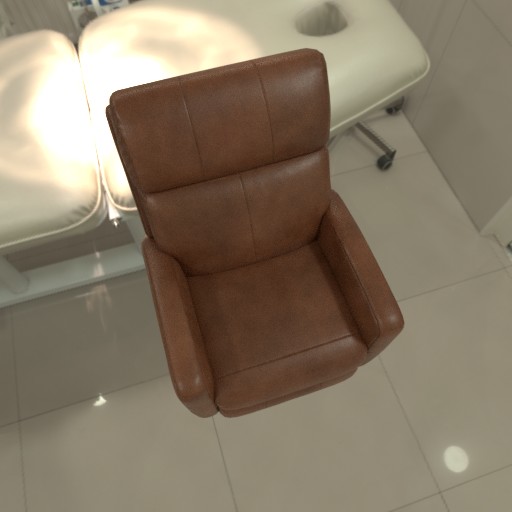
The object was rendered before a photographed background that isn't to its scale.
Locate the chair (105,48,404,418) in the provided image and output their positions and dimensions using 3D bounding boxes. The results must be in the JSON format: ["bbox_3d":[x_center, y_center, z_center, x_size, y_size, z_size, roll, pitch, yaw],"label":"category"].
[{"bbox_3d":[0.000,0.000,1.613,0.787,1.016,0.939,-16,64,-8],"label":"chair"}]
